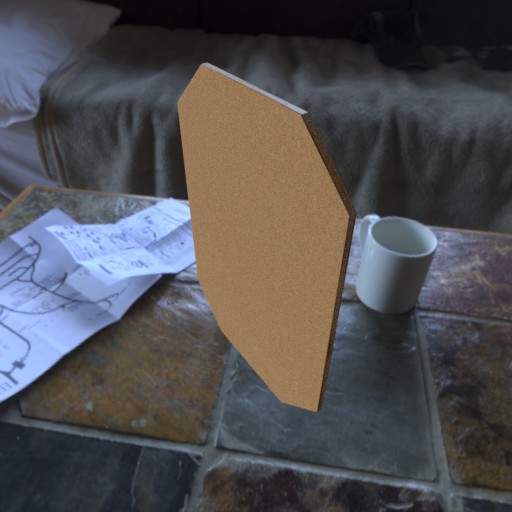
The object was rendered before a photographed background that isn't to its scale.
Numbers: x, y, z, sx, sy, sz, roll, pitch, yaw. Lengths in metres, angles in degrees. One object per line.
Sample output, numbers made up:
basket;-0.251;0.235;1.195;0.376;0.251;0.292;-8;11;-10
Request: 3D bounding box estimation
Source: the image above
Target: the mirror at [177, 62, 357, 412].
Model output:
mirror;0.000;0.000;1.323;0.061;1.015;0.709;-25;46;-26
